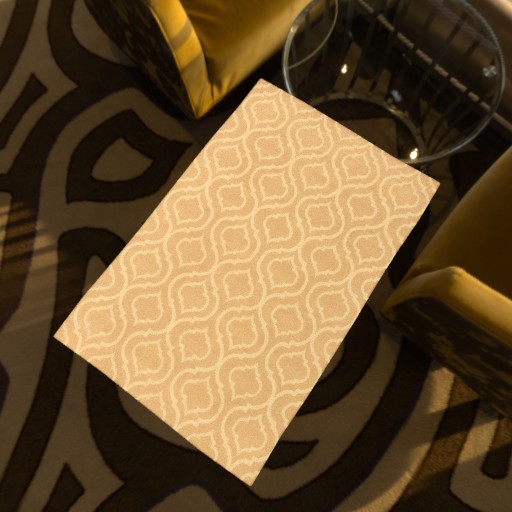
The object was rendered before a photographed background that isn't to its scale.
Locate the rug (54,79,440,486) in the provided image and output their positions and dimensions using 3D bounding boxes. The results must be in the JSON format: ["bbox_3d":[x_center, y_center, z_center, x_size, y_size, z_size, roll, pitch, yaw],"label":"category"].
[{"bbox_3d":[0.000,0.000,2.212,1.152,0.013,1.761,33,77,9],"label":"rug"}]
